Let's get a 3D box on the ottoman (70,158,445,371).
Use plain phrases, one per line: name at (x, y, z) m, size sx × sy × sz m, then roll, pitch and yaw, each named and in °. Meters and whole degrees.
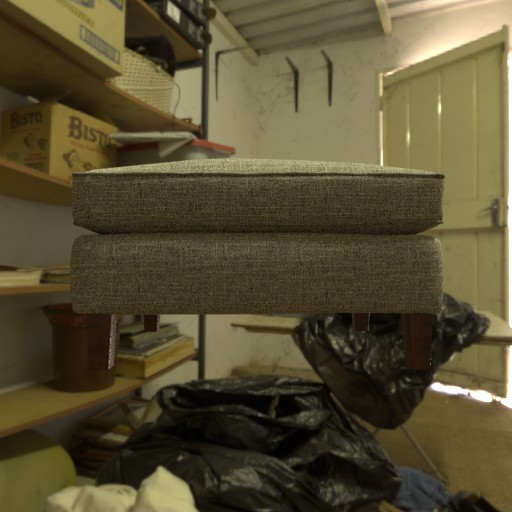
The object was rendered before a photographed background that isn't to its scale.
ottoman at (0.000, 0.000, 1.007) m, size 0.686 × 0.406 × 0.508 m, roll 0°, pitch 0°, yaw -1°
